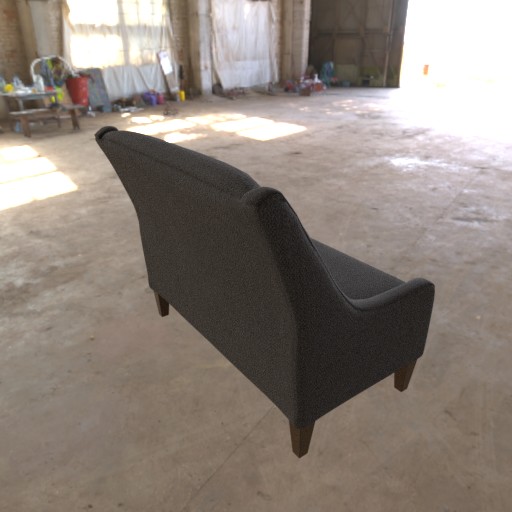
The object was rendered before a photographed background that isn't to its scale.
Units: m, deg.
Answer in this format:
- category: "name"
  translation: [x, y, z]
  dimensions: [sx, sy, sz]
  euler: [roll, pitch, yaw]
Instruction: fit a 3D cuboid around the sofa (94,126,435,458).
- category: "sofa"
  translation: [0.000, 0.000, 1.912]
  dimensions: [0.873, 1.022, 1.242]
  euler: [-17, 30, -32]
